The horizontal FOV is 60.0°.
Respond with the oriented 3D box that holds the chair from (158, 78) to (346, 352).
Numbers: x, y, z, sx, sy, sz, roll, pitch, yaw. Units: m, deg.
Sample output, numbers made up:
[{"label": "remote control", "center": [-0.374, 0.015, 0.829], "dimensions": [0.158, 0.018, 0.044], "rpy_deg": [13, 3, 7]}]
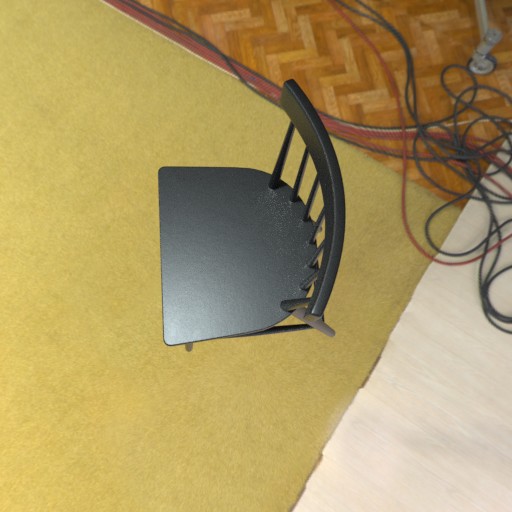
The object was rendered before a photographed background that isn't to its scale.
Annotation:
[{"label": "chair", "center": [0.000, 0.000, 1.275], "dimensions": [0.572, 0.952, 0.483], "rpy_deg": [-5, 76, -1]}]
